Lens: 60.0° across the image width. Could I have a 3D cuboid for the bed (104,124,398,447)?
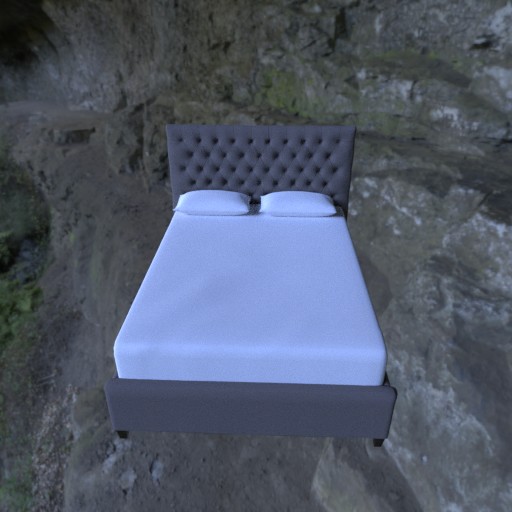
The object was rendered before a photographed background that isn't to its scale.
[{"bbox_3d":[0.000,0.000,3.333,1.696,1.426,2.233,1,30,2],"label":"bed"}]
